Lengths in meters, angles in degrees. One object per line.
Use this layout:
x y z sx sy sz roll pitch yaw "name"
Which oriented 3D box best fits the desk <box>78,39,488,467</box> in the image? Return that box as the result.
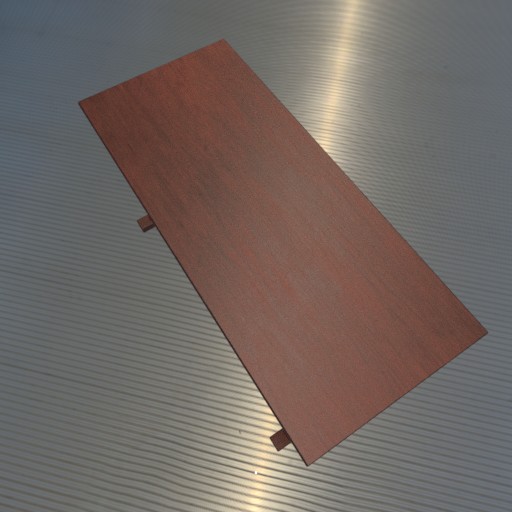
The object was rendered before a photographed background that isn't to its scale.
0.000 0.000 1.708 0.600 0.761 1.372 -30 68 -14 "desk"
